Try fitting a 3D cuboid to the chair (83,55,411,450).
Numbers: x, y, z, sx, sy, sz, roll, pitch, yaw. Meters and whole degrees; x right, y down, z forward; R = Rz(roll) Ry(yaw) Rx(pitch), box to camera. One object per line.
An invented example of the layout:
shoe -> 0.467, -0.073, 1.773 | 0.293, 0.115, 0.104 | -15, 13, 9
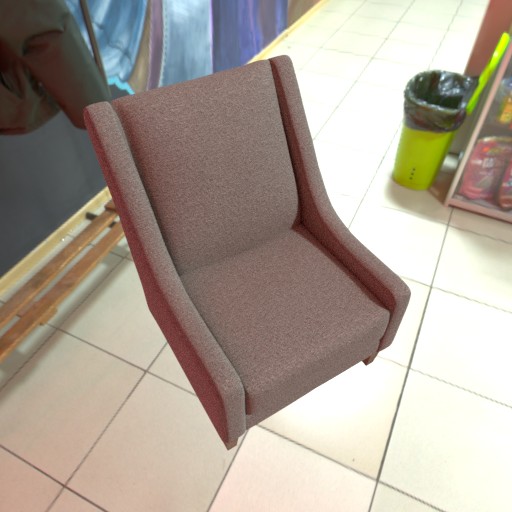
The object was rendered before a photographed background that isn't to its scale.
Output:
chair -> 0.000, 0.000, 1.603 | 0.774, 1.016, 0.870 | -24, 51, -21
